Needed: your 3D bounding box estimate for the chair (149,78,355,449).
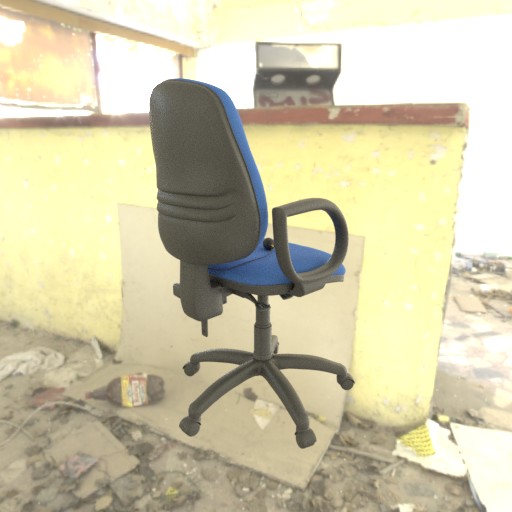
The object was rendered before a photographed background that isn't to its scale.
[{"bbox_3d":[0.000,0.000,1.251,0.549,0.905,0.552,-14,21,-42],"label":"chair"}]
